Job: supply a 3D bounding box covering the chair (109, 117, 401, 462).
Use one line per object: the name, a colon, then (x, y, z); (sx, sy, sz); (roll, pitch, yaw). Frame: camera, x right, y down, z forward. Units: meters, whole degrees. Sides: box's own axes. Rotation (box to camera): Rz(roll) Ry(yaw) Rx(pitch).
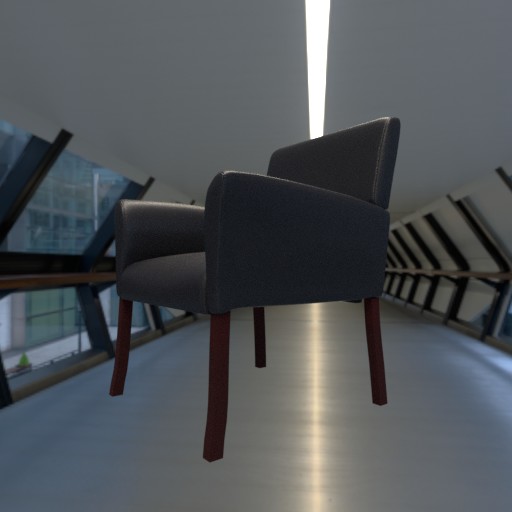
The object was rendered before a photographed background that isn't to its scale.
chair: (0.000, 0.000, 1.507); (0.772, 0.951, 0.683); (0, -1, -38)
